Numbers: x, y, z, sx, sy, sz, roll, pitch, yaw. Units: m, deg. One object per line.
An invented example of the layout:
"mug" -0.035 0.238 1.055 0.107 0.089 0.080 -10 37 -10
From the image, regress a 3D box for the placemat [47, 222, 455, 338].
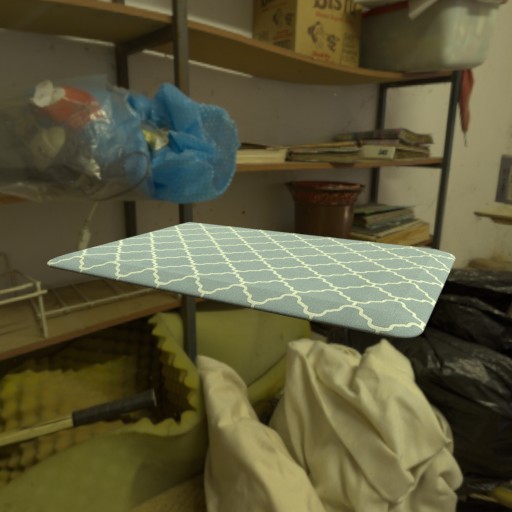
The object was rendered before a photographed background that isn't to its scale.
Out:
"placemat" 0.000 0.000 0.966 0.762 0.021 0.508 8 17 28
